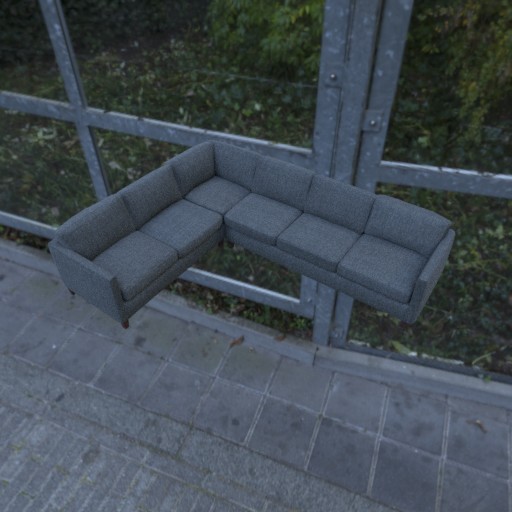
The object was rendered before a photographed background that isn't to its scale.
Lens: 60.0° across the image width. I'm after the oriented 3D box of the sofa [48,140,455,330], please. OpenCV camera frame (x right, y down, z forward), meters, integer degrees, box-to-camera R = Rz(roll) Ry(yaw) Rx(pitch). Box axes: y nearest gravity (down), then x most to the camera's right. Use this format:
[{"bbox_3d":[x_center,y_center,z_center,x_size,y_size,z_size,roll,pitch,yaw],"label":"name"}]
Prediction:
[{"bbox_3d":[0.000,0.000,4.611,3.302,0.947,2.593,25,47,25],"label":"sofa"}]
